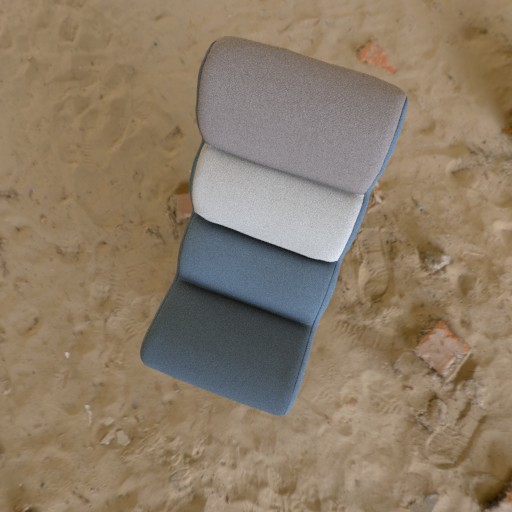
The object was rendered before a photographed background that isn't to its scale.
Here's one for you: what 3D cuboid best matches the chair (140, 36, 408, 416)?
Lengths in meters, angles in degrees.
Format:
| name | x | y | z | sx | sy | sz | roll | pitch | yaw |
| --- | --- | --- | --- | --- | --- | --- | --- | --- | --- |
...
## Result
| name | x | y | z | sx | sy | sz | roll | pitch | yaw |
| --- | --- | --- | --- | --- | --- | --- | --- | --- | --- |
| chair | 0.000 | 0.000 | 1.048 | 0.420 | 0.641 | 0.661 | 19 | 75 | 5 |
